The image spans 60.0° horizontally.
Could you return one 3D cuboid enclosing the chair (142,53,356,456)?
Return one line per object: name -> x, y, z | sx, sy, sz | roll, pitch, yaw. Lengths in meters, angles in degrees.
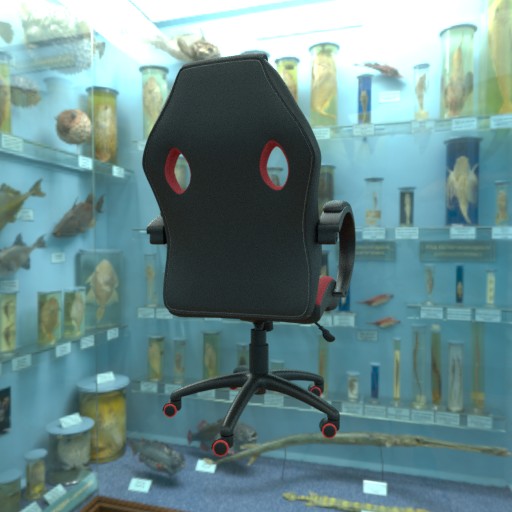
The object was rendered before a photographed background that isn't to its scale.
chair -> 0.000, 0.000, 1.625 | 0.673, 1.187, 0.724 | 0, 2, 18
